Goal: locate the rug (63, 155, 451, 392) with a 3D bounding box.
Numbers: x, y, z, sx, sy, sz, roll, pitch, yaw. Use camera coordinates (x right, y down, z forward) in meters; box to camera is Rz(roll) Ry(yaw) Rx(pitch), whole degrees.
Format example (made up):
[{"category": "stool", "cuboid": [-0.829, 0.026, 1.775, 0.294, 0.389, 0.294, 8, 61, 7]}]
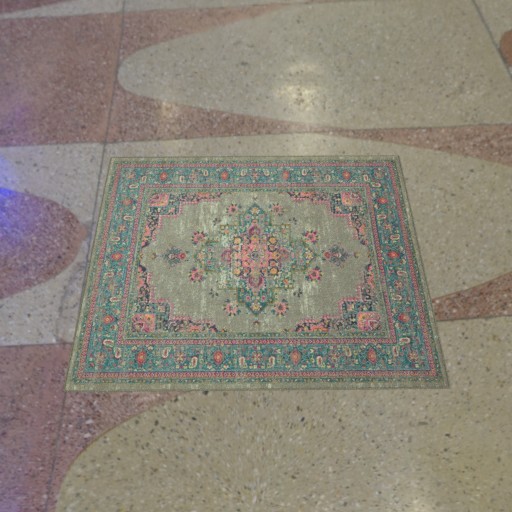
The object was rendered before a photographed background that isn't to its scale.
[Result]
[{"category": "rug", "cuboid": [0.000, 0.000, 4.089, 3.057, 0.013, 2.434, 0, 60, 0]}]
